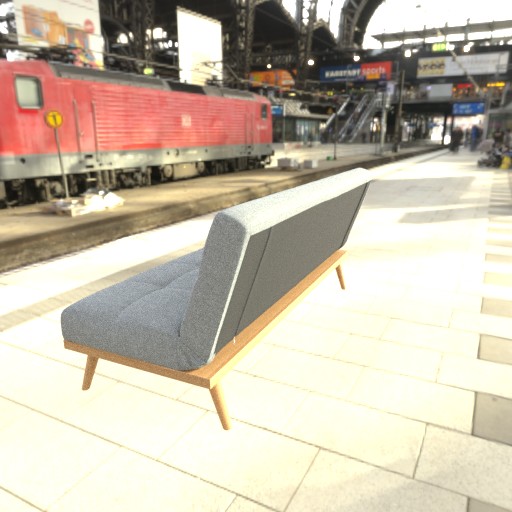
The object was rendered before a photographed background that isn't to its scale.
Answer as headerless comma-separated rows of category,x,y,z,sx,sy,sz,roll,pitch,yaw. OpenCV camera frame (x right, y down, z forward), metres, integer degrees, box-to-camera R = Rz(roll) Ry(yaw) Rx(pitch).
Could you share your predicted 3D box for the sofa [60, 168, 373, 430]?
sofa,0.000,0.000,2.278,0.800,0.800,1.820,7,17,25
